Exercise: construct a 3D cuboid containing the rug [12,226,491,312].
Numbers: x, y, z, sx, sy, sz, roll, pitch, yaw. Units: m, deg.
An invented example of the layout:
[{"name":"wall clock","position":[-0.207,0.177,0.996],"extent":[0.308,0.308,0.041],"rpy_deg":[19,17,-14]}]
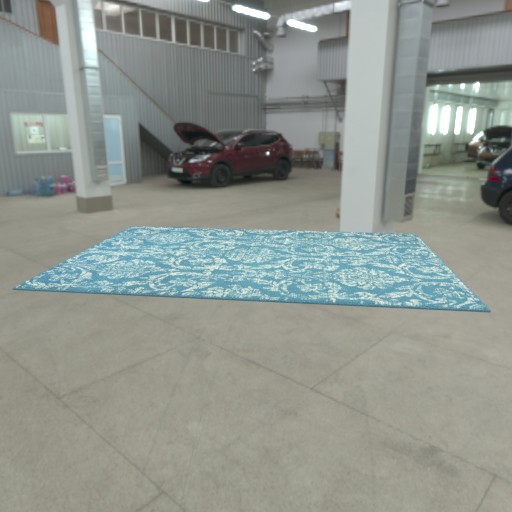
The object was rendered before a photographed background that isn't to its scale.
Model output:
[{"name":"rug","position":[0.000,0.000,3.382],"extent":[2.746,0.018,1.816],"rpy_deg":[2,16,7]}]
